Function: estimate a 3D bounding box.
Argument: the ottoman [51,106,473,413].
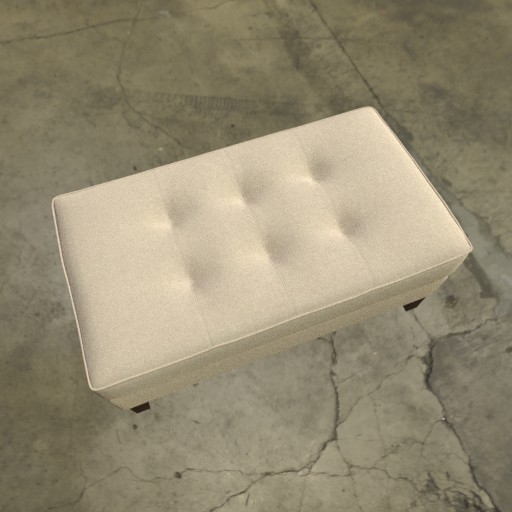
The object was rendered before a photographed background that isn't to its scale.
[{"bbox_3d":[0.000,0.000,1.503,1.143,0.508,0.648,-19,64,-9],"label":"ottoman"}]
